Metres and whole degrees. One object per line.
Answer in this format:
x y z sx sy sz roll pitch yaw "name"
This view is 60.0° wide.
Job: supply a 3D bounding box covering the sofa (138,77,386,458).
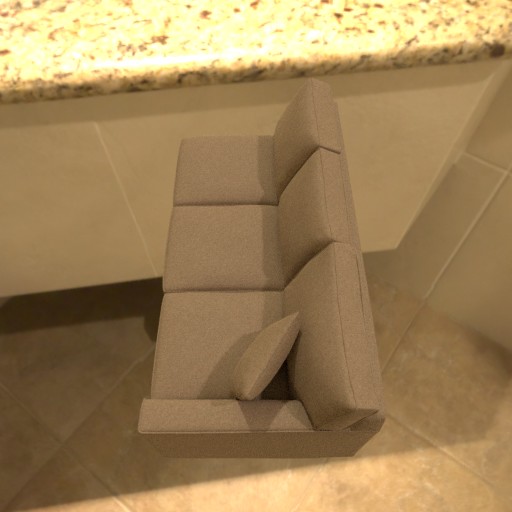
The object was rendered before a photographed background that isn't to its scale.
0.000 0.000 2.484 1.034 0.946 1.963 0 57 0 "sofa"
